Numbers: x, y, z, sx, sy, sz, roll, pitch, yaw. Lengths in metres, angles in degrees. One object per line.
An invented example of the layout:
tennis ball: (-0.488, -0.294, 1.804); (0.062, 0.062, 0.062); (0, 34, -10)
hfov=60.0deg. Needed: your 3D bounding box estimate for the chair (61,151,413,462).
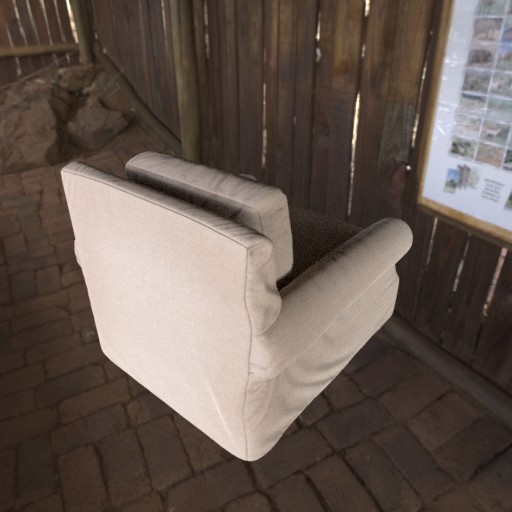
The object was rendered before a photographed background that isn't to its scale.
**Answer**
chair: (0.000, 0.000, 1.737); (0.940, 0.866, 1.066); (23, 38, 33)
